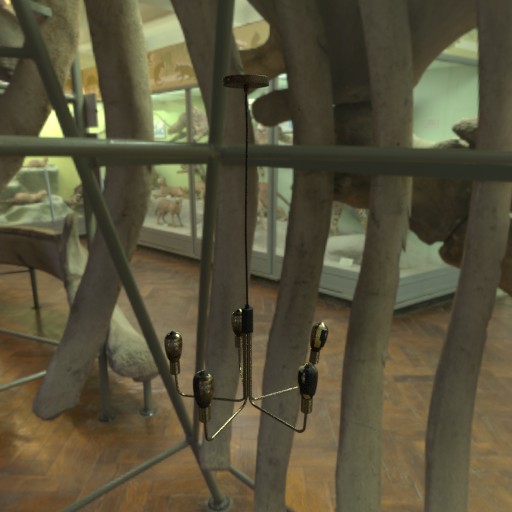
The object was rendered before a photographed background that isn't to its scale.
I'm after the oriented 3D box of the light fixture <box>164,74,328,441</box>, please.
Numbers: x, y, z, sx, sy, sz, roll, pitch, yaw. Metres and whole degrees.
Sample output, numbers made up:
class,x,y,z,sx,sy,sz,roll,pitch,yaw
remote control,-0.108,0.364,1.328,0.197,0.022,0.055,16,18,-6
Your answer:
class,x,y,z,sx,sy,sz,roll,pitch,yaw
light fixture,0.000,0.000,1.405,0.588,1.059,0.532,-13,19,-43
